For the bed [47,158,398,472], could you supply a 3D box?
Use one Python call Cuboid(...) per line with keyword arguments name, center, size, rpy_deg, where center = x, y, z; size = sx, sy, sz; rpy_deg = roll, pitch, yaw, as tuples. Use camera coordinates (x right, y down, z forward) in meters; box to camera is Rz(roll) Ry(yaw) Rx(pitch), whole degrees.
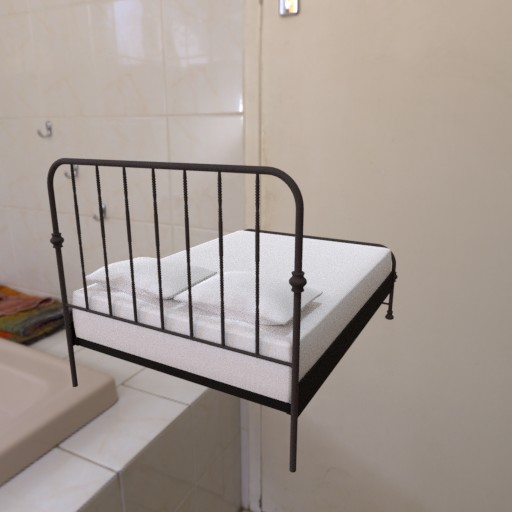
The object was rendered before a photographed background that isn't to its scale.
Cuboid(name="bed", center=(0.000, 0.000, 3.184), size=(1.616, 1.446, 2.134), rpy_deg=(8, 18, 28))
